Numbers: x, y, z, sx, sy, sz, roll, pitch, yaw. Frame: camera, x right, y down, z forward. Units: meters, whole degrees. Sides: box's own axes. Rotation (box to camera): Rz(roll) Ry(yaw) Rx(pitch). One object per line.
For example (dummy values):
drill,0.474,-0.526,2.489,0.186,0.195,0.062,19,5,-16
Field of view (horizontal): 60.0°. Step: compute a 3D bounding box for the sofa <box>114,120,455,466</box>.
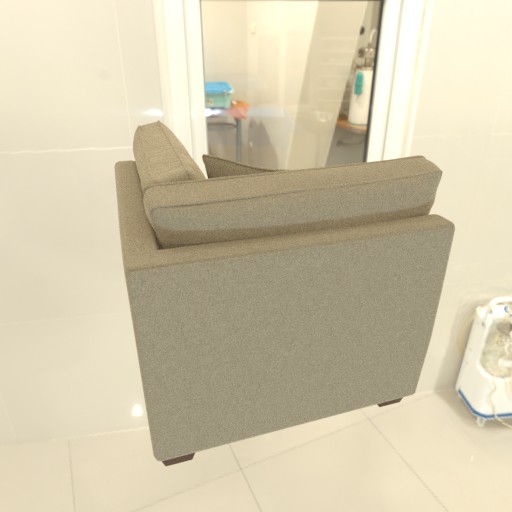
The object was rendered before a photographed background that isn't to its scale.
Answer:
sofa,0.000,0.000,1.936,1.084,1.002,1.146,-8,29,-15
